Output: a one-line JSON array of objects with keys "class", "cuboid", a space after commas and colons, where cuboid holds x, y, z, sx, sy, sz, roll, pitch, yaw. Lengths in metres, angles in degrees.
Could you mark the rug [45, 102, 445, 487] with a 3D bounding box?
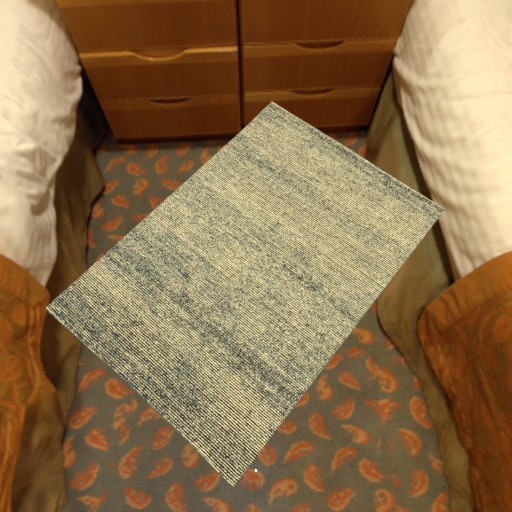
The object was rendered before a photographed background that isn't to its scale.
[{"class": "rug", "cuboid": [0.000, 0.000, 3.043, 1.624, 0.030, 2.349, 37, 70, 16]}]
